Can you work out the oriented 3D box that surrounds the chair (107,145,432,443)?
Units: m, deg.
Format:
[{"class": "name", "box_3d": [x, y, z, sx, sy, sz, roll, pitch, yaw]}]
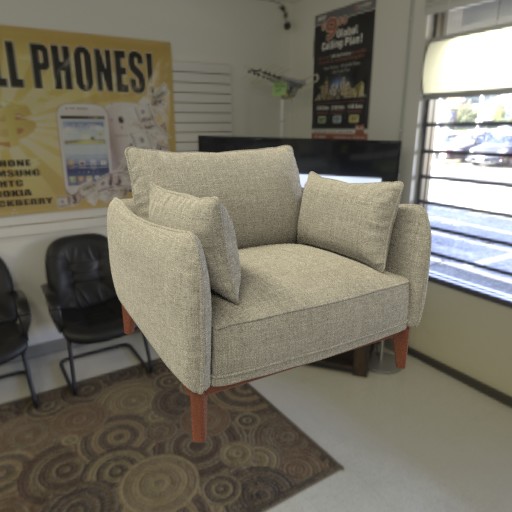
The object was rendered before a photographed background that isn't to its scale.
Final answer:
[{"class": "chair", "box_3d": [0.000, 0.000, 1.777, 0.993, 0.839, 0.976, -9, 19, -28]}]
